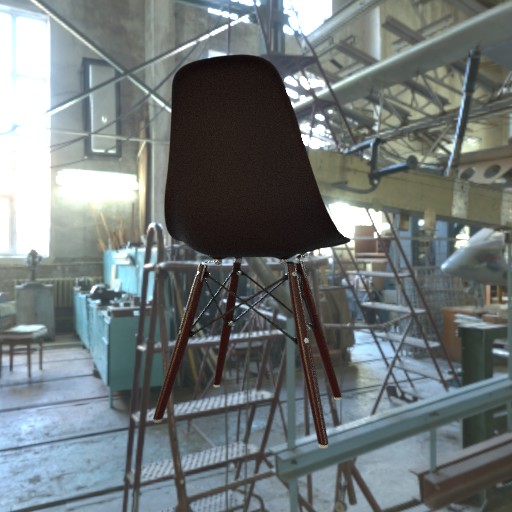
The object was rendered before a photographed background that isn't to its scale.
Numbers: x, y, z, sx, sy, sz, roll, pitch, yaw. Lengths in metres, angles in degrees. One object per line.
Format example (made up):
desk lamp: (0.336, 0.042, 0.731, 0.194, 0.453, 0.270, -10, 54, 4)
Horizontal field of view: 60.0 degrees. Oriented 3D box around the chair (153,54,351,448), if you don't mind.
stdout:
chair: (0.000, 0.000, 1.167, 0.470, 0.826, 0.533, 0, 0, 18)
